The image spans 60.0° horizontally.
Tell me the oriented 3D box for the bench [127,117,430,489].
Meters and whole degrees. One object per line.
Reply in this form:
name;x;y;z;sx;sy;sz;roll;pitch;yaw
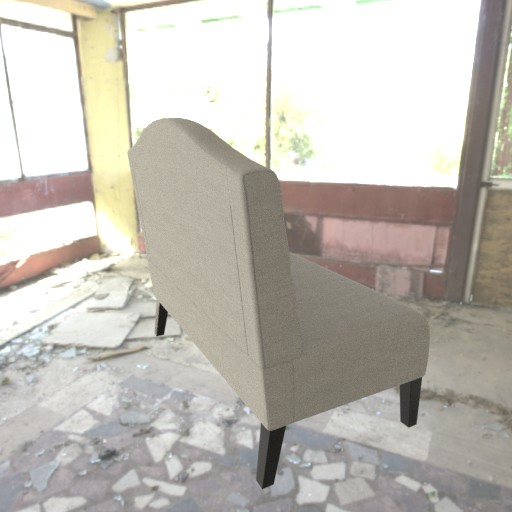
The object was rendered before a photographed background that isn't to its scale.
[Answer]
bench;0.000;0.000;1.986;0.815;1.180;1.335;-9;18;-27
